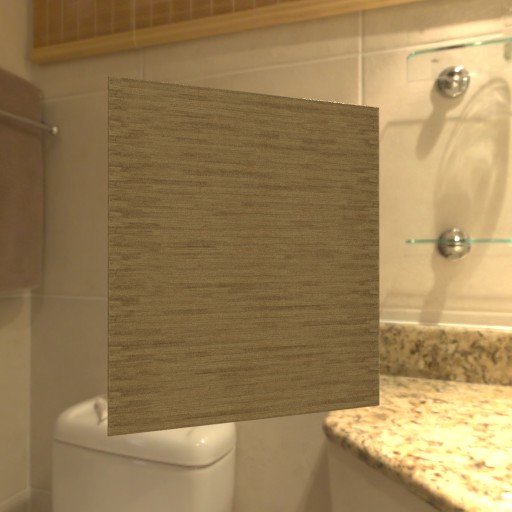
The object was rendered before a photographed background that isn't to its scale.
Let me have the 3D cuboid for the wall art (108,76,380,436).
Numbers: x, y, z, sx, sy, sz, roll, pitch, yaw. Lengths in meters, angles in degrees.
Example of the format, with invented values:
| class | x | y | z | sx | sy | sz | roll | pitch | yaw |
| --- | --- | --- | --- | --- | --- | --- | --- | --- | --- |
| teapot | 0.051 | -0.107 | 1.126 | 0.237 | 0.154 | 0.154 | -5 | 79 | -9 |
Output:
| class | x | y | z | sx | sy | sz | roll | pitch | yaw |
| --- | --- | --- | --- | --- | --- | --- | --- | --- | --- |
| wall art | 0.000 | 0.000 | 0.762 | 0.483 | 0.559 | 0.009 | 0 | 0 | -17 |
